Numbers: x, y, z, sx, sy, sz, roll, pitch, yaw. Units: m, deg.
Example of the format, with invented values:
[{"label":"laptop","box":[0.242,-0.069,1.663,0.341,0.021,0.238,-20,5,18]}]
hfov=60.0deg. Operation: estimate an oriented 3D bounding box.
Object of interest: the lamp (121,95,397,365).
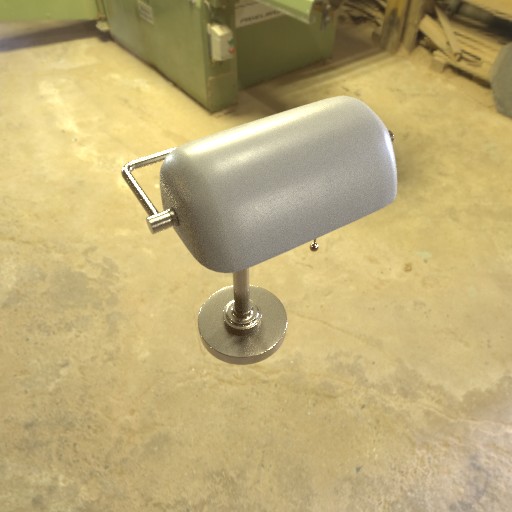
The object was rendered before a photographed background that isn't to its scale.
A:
[{"label":"lamp","box":[0.000,0.000,0.557,0.269,0.404,0.227,-24,50,-21]}]
